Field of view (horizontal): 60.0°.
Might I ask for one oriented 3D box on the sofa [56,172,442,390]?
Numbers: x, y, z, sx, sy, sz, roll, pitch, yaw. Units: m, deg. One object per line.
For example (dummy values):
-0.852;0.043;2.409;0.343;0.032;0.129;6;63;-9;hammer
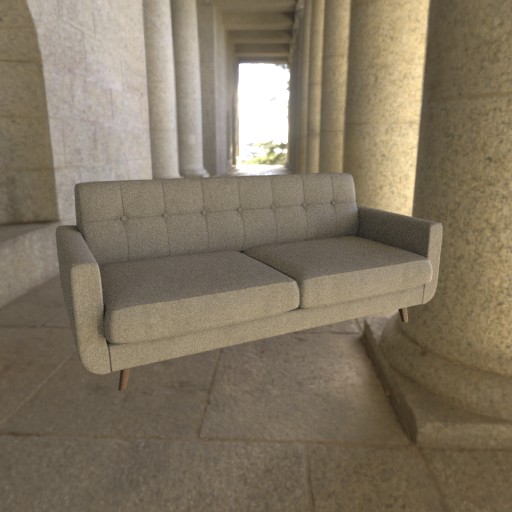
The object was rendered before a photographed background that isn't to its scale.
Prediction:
0.000;0.000;2.564;2.055;0.873;0.968;-7;16;-26;sofa
